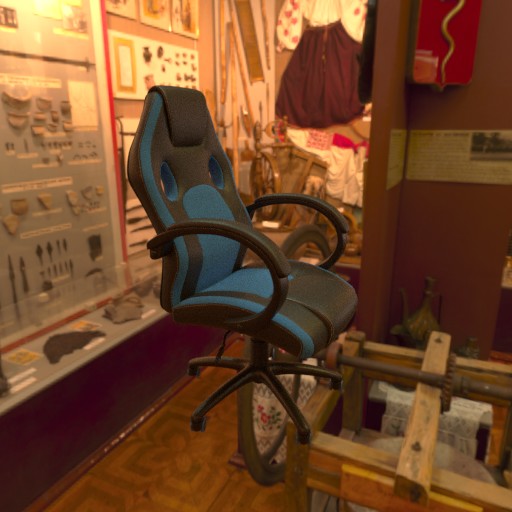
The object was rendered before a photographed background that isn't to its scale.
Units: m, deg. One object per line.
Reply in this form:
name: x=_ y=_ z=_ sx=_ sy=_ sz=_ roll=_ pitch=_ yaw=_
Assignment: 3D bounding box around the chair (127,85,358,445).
chair: x=0.000 y=0.000 z=1.628 sx=0.724 sy=1.187 sz=0.673 roll=8 pitch=18 yaw=26
